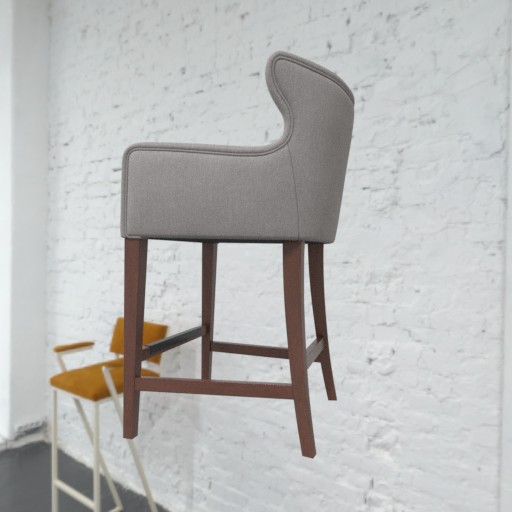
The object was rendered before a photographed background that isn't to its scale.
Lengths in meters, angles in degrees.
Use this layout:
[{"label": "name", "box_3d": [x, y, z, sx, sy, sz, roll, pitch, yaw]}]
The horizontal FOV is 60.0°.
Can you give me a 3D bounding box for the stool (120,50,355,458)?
[{"label": "stool", "box_3d": [0.000, 0.000, 1.323, 0.575, 0.951, 0.575, 0, 0, 17]}]
